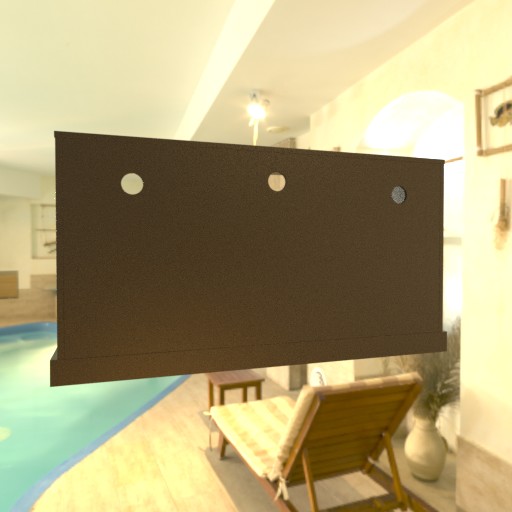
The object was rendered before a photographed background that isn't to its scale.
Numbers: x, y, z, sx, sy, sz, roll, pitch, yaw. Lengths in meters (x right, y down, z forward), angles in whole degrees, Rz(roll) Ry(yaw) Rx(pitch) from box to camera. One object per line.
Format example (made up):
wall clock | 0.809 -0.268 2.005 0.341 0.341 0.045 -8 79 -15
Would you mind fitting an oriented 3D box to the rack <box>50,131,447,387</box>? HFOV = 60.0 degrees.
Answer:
rack | 0.000 0.000 1.471 1.206 0.635 0.399 0 1 -18
